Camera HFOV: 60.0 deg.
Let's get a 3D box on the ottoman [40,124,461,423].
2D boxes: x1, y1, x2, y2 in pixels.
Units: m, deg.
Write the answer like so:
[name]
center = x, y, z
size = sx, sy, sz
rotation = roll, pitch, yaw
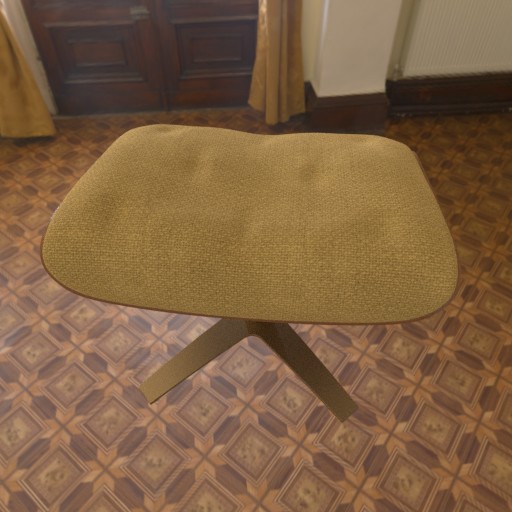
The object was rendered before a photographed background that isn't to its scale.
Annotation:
[ottoman]
center = 0.000, 0.000, 0.768
size = 0.520, 0.391, 0.394
rotation = 4, 46, 4
